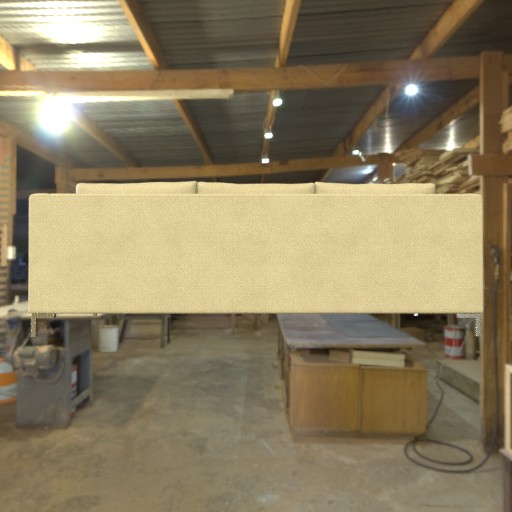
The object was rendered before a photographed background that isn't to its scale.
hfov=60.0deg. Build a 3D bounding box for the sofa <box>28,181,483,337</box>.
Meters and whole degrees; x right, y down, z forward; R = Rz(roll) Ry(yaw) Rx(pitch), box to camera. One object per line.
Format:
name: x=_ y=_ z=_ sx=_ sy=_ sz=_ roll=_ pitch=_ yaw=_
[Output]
sofa: x=0.000 y=0.000 z=2.827 sx=2.415 sy=0.867 sz=0.969 roll=0 pitch=-1 yaw=0
